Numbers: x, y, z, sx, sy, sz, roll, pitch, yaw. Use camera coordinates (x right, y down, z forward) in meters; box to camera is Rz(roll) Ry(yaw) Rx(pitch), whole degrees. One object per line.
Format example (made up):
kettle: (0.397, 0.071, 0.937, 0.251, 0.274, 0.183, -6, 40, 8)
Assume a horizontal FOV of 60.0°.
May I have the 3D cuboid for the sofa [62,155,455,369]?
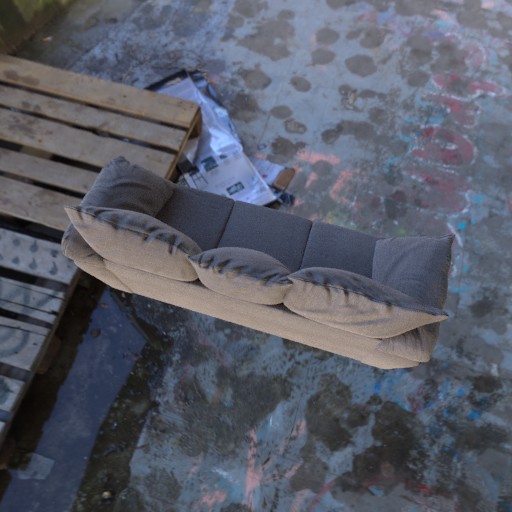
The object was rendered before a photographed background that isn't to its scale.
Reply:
sofa: (0.000, 0.000, 2.966, 2.390, 1.043, 0.927, 16, 64, 8)
